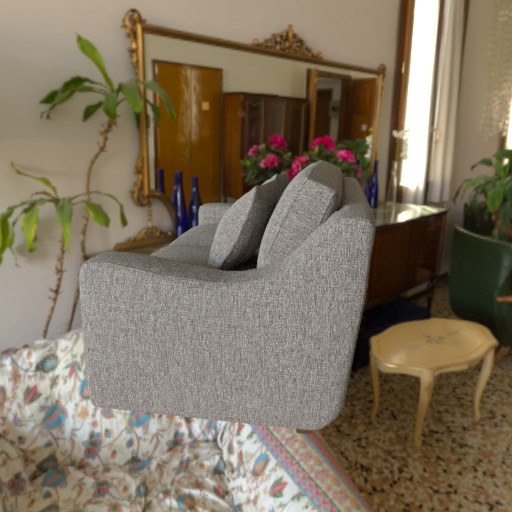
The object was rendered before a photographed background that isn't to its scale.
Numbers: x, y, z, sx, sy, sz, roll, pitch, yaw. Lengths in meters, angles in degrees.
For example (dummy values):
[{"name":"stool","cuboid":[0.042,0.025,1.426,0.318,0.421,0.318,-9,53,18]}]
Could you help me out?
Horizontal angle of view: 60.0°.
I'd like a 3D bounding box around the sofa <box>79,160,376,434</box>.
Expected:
[{"name":"sofa","cuboid":[0.000,0.000,2.436,1.120,0.991,1.778,3,15,10]}]
